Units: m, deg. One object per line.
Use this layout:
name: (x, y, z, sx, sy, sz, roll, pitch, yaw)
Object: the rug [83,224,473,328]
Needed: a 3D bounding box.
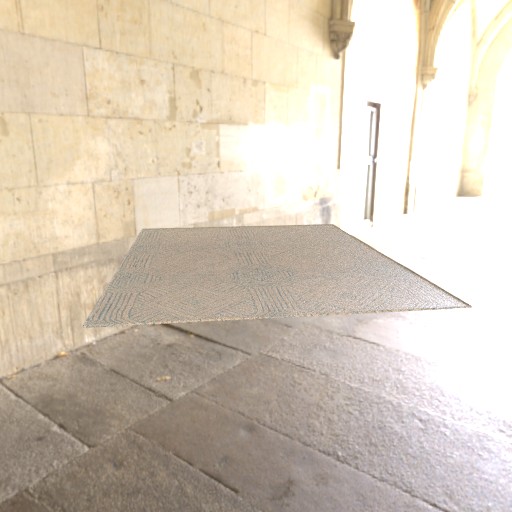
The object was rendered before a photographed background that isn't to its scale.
rug: (0.000, 0.000, 4.201, 2.457, 0.015, 3.049, -2, 14, -7)
